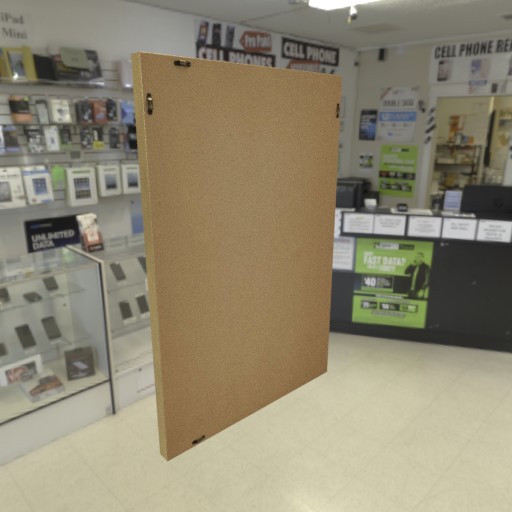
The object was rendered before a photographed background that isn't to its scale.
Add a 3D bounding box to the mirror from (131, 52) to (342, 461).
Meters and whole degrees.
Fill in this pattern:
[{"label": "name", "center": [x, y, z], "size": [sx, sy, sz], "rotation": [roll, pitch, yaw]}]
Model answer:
[{"label": "mirror", "center": [0.000, 0.000, 1.156], "size": [0.609, 0.915, 0.040], "rotation": [-14, 22, -40]}]
